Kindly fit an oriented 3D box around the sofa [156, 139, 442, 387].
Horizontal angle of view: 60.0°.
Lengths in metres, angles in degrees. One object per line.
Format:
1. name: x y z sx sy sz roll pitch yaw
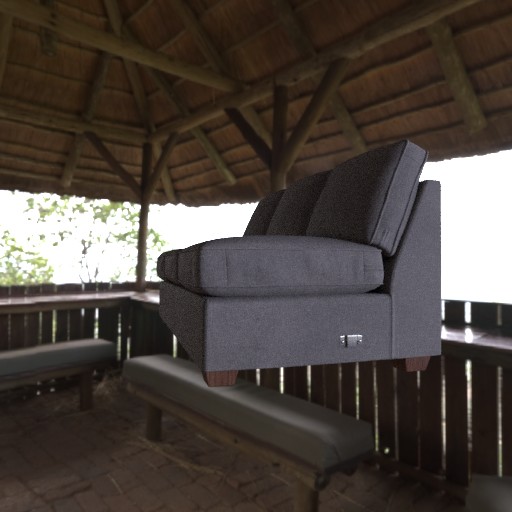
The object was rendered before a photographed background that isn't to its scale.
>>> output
1. sofa: 0.000 0.000 2.596 1.027 0.973 1.962 0 -1 -17
